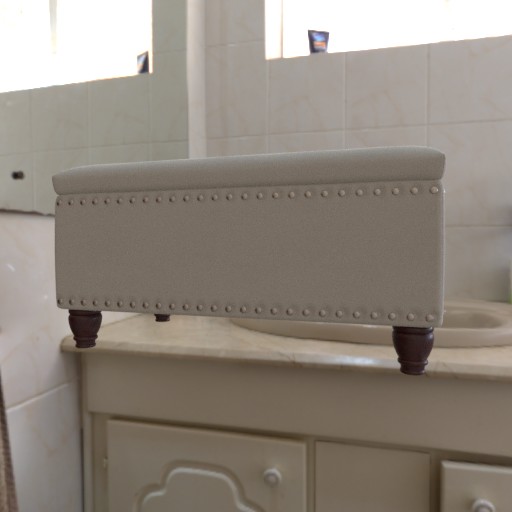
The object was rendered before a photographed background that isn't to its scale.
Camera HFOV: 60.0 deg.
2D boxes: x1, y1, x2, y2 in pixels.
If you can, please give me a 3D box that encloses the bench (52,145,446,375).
[{"bbox_3d":[0.000,0.000,1.180,0.887,0.449,0.500,0,1,17],"label":"bench"}]
